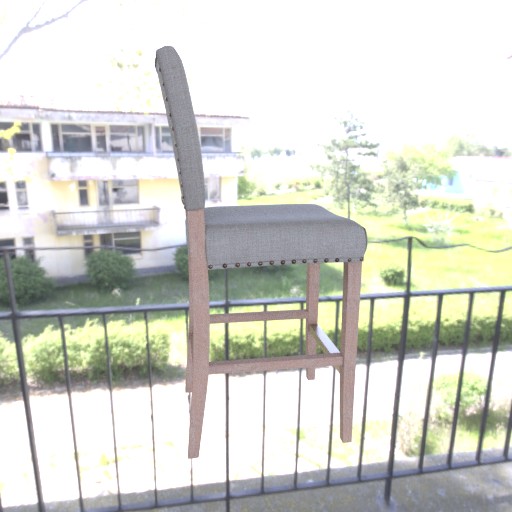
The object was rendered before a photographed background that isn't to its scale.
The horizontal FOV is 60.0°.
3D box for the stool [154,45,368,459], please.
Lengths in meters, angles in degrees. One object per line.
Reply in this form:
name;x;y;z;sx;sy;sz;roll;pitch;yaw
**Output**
stool;0.000;0.000;1.454;0.585;1.173;0.445;-3;15;-10
